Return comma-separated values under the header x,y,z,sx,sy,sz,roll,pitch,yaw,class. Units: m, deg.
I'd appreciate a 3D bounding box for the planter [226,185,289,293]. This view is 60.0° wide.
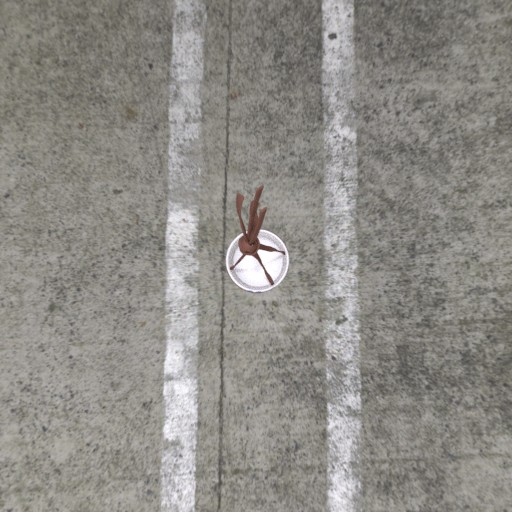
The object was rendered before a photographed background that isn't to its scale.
x,y,z,sx,sy,sz,roll,pitch,yaw,class
0.000,0.000,0.823,0.153,0.753,0.157,0,87,1,planter
